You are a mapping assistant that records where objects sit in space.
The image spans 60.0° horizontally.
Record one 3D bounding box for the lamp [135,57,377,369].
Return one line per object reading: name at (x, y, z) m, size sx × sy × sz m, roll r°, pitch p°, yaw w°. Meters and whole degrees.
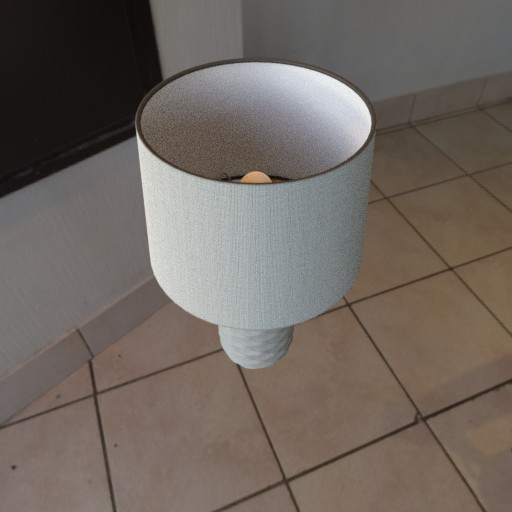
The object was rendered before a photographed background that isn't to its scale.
lamp at (0.000, 0.000, 0.825) m, size 0.376 × 0.594 × 0.376 m, roll 0°, pitch 48°, yaw 0°
